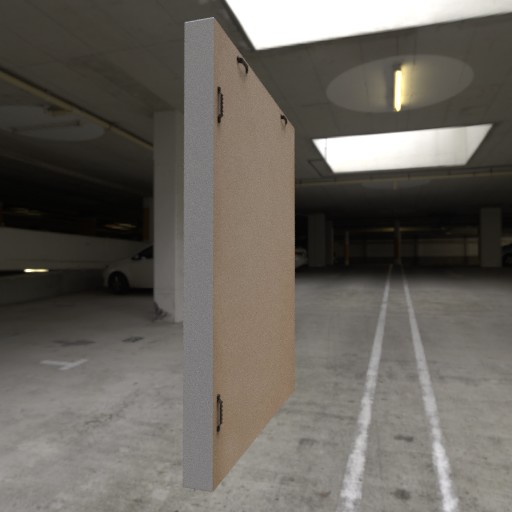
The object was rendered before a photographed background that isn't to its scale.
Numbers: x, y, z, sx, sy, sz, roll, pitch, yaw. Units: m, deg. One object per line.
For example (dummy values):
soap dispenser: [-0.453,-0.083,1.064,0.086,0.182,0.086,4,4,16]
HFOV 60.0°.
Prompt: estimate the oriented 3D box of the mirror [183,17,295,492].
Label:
mirror: [0.000,0.000,0.671,0.041,0.508,0.405,0,-1,17]
